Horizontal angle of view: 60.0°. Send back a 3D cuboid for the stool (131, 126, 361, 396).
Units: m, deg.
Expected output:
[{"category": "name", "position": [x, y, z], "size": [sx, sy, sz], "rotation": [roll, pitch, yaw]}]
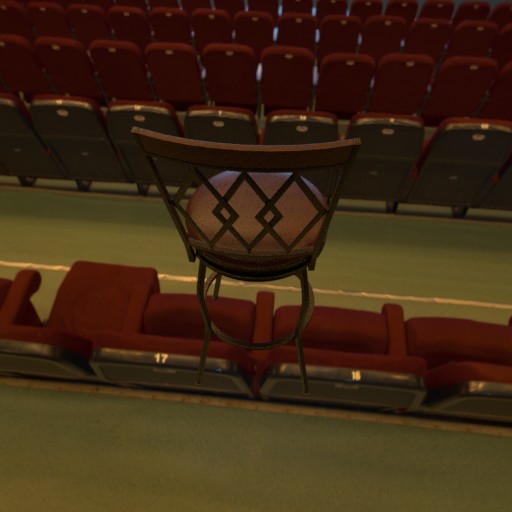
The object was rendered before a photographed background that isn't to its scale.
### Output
[{"category": "stool", "position": [0.000, 0.000, 1.362], "size": [0.432, 1.134, 0.521], "rotation": [4, 48, 4]}]
